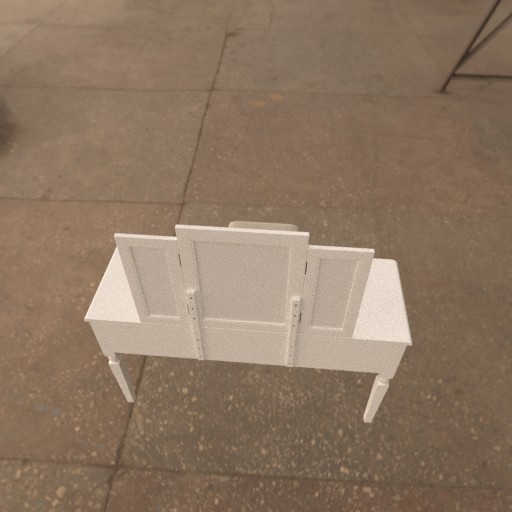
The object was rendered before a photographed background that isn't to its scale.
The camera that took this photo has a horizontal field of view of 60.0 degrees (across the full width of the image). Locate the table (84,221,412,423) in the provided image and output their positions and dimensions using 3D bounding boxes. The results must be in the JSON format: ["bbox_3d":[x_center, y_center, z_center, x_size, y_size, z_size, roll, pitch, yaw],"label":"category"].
[{"bbox_3d":[0.000,0.000,2.288,1.369,1.310,1.115,4,45,4],"label":"table"}]
